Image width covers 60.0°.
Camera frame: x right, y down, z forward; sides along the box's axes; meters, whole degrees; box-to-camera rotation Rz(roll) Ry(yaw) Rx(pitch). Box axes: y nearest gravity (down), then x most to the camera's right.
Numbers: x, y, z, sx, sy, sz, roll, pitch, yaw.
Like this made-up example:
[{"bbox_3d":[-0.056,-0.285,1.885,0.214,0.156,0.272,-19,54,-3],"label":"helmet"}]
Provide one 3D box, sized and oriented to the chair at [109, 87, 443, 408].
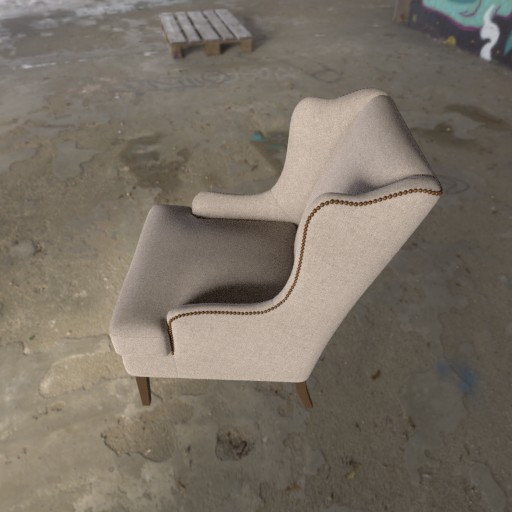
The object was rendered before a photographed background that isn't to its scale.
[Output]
[{"bbox_3d":[0.000,0.000,1.638,0.940,1.029,0.737,1,41,1],"label":"chair"}]
